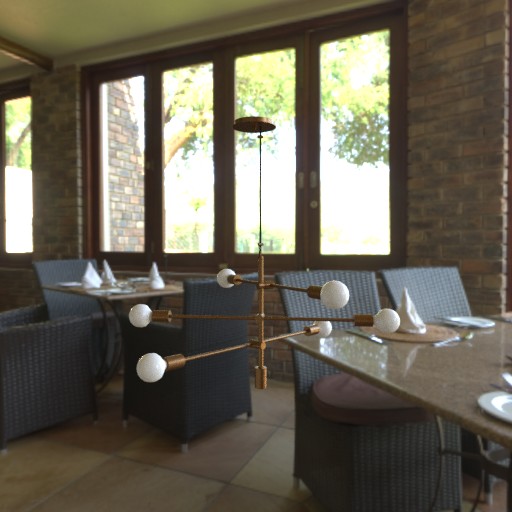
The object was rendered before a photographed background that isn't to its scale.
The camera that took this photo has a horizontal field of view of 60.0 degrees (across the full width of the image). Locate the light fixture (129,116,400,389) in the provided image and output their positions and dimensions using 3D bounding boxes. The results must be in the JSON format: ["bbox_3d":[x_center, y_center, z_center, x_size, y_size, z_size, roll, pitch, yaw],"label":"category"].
[{"bbox_3d":[0.000,0.000,1.246,0.682,0.744,0.637,0,1,-18],"label":"light fixture"}]
